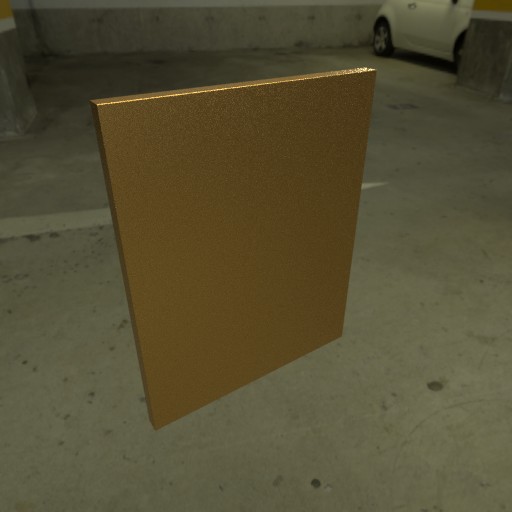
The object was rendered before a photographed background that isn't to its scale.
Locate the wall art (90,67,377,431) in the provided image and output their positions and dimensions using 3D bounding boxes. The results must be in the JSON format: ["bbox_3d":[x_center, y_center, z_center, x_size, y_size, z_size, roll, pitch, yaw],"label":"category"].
[{"bbox_3d":[0.000,0.000,1.031,0.610,0.762,0.038,-19,36,-28],"label":"wall art"}]
